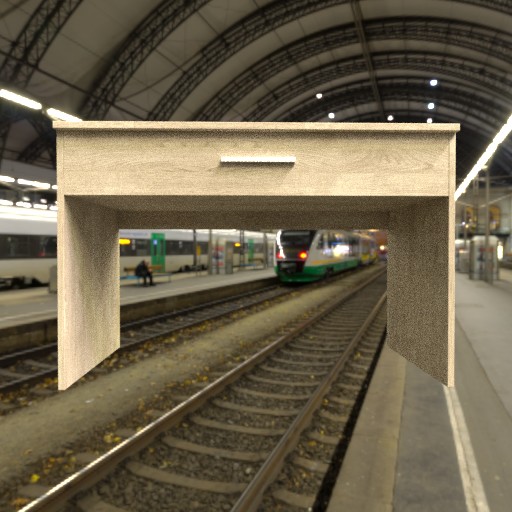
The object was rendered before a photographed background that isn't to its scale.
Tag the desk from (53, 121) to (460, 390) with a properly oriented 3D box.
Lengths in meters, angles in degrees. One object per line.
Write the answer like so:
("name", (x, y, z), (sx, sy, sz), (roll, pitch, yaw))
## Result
("desk", (0.000, 0.000, 1.481), (1.100, 0.730, 0.560), (0, 1, -1))
